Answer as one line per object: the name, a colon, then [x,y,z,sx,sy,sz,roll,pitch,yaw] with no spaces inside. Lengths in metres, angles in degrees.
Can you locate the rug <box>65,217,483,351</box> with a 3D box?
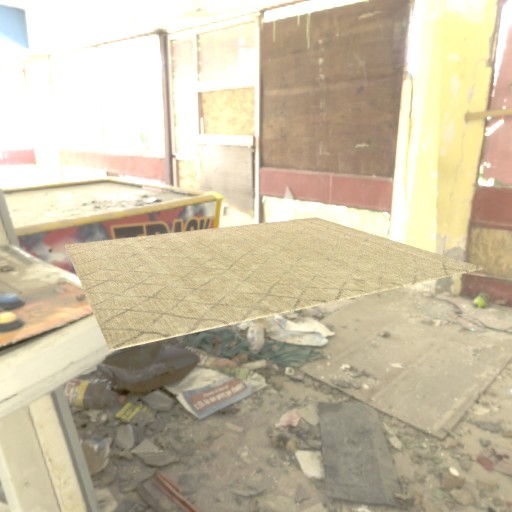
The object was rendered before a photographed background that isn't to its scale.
rug: [0.000,0.000,4.073,3.038,0.019,2.420,-8,18,-26]
